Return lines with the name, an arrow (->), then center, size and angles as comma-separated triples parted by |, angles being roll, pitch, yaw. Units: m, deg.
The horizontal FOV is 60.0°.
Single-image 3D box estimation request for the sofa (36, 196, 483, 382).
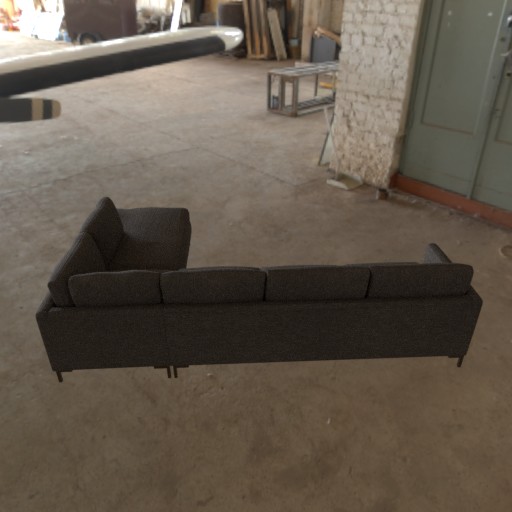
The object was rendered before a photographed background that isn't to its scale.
sofa -> 0.000, 0.000, 3.794 | 2.949, 0.815, 2.007 | -1, 31, -2
